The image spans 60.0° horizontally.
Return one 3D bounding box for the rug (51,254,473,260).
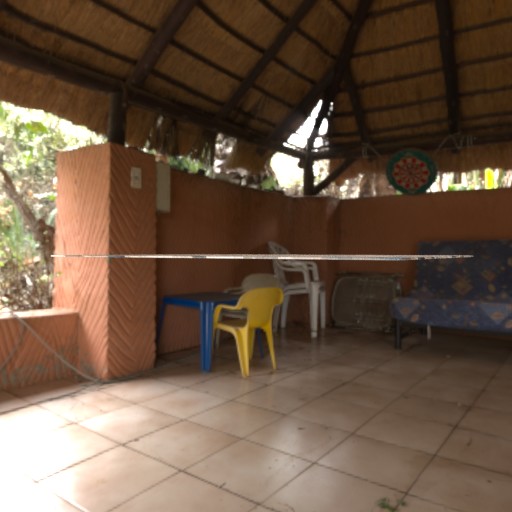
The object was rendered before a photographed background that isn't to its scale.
[{"bbox_3d":[0.000,0.000,2.975,2.423,0.008,1.513,0,1,36],"label":"rug"}]
